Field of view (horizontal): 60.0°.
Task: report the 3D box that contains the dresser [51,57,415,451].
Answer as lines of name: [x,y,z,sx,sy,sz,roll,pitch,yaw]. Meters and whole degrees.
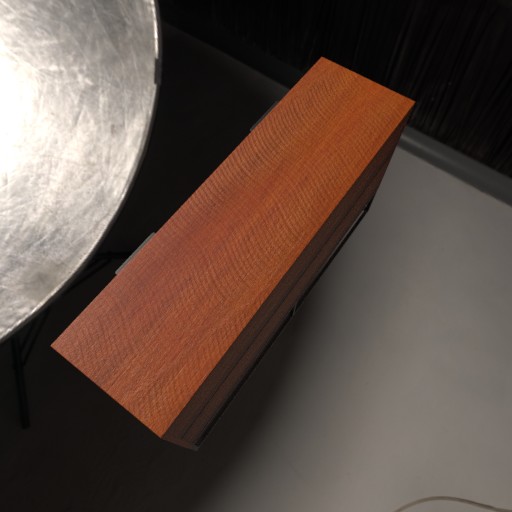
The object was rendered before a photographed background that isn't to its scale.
dresser: [0.000,0.000,1.917,0.464,0.810,1.536,33,68,15]
